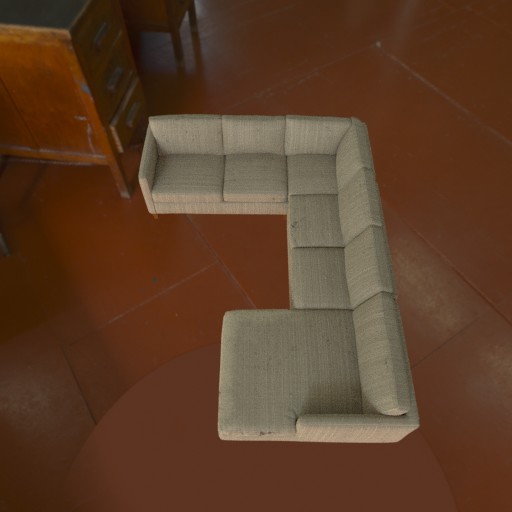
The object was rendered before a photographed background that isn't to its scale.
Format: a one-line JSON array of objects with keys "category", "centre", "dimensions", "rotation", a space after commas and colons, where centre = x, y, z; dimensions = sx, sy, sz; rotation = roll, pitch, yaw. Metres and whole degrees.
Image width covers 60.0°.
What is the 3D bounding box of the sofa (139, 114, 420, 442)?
[{"category": "sofa", "centre": [0.000, 0.000, 4.524], "dimensions": [2.594, 0.961, 3.460], "rotation": [0, 58, 0]}]
